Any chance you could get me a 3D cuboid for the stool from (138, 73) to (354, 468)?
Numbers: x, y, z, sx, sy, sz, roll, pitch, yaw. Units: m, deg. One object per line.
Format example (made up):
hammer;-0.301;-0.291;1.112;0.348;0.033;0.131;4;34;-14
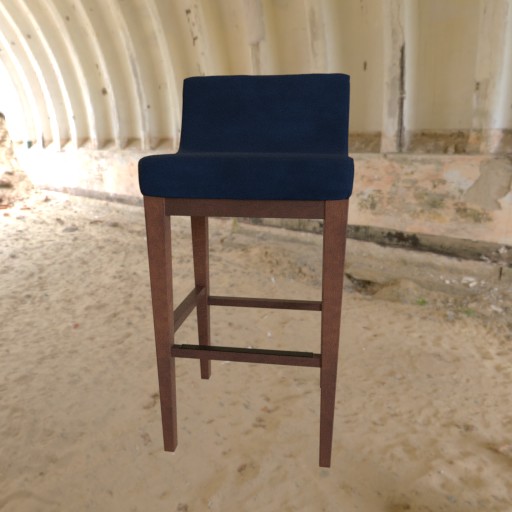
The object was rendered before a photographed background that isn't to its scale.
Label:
stool;0.000;0.000;1.293;0.511;1.037;0.500;2;15;8
